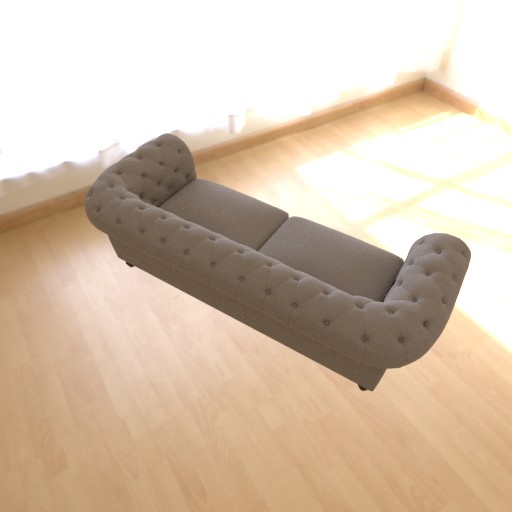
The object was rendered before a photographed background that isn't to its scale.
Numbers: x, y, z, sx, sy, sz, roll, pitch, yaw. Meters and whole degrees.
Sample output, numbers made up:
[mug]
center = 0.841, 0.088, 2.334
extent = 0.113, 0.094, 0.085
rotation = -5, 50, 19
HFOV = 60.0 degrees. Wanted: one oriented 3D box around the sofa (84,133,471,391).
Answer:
[sofa]
center = 0.000, 0.000, 2.923
extent = 2.411, 0.749, 0.991
rotation = 24, 50, 22
